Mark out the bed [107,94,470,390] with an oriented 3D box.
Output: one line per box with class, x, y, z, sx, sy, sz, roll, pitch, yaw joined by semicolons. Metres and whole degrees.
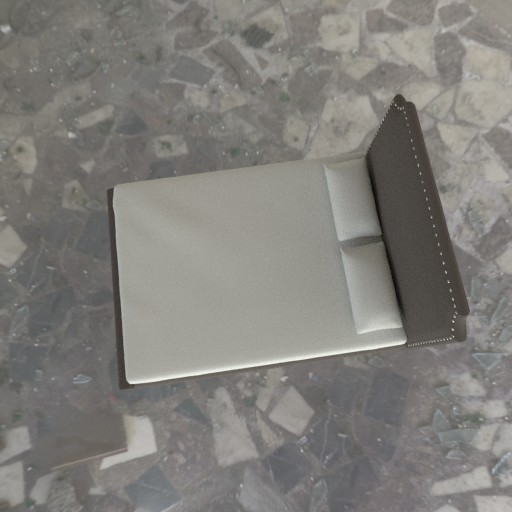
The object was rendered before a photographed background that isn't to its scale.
bed;0.000;0.000;3.393;2.372;1.443;1.713;-8;75;-2
